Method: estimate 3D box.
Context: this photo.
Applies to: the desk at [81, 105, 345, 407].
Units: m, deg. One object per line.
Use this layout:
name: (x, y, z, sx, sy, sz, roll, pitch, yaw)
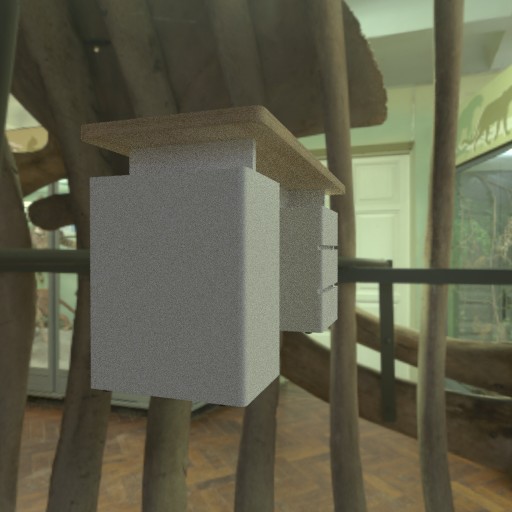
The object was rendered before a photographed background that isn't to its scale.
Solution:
desk: (0.000, 0.000, 1.873, 0.550, 0.755, 1.500, 0, 1, 19)
